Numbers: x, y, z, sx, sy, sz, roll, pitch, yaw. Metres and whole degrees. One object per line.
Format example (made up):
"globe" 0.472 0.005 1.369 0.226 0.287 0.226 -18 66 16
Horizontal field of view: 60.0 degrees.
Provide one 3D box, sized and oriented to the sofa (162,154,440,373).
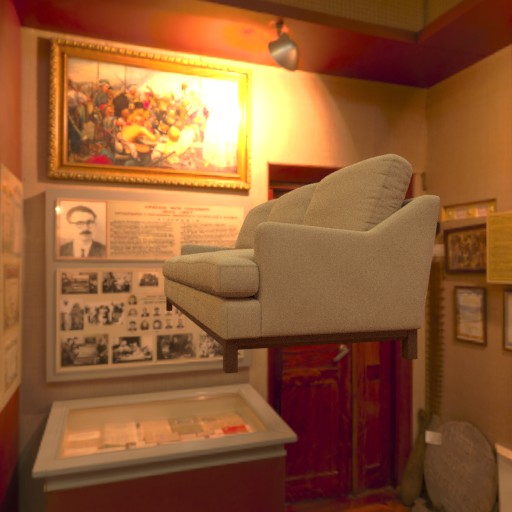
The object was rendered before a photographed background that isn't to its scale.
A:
"sofa" 0.000 0.000 2.881 1.000 0.913 2.321 0 -1 -17
